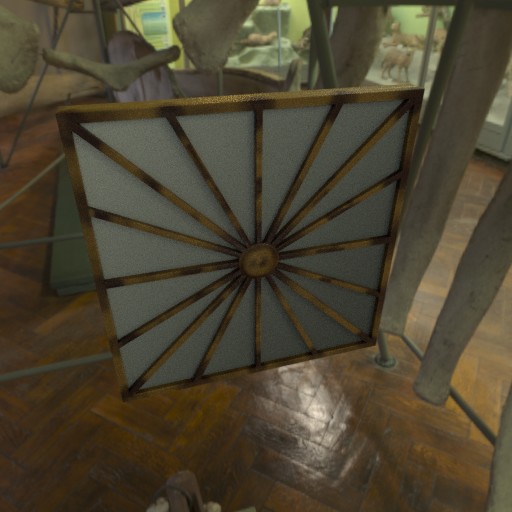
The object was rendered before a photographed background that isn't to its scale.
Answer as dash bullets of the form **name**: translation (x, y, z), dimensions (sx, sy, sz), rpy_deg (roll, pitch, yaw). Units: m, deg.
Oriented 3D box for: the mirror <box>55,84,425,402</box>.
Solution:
- **mirror**: translation (0.000, 0.000, 0.735), dimensions (0.509, 0.507, 0.042), rpy_deg (-9, 33, -14)
